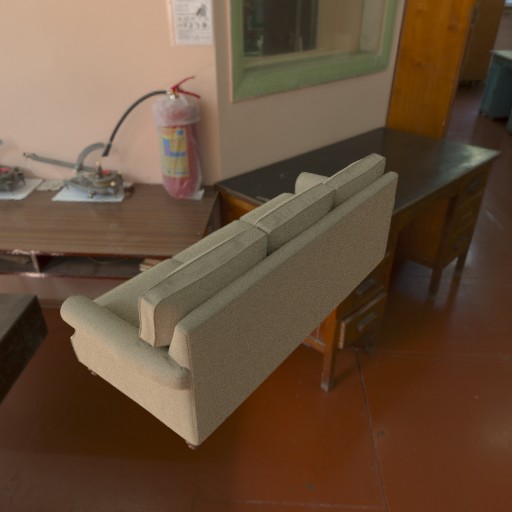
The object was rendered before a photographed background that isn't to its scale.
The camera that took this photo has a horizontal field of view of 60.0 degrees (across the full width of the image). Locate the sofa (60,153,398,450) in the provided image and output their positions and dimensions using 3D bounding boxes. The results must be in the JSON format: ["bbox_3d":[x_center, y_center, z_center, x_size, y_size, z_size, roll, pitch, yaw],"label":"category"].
[{"bbox_3d":[0.000,0.000,2.881,0.966,0.948,2.354,22,38,31],"label":"sofa"}]
